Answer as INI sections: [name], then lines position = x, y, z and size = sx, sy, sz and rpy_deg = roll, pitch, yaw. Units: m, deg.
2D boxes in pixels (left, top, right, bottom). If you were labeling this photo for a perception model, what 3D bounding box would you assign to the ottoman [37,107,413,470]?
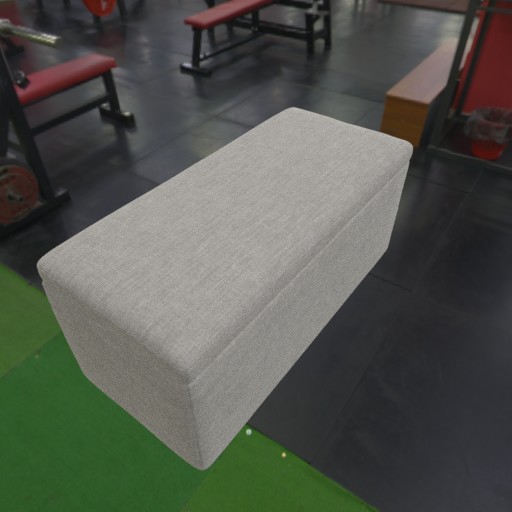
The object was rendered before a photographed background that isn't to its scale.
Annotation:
[ottoman]
position = 0.000, 0.000, 1.132
size = 0.419, 0.432, 0.902
rpy_deg = 27, 49, 27
